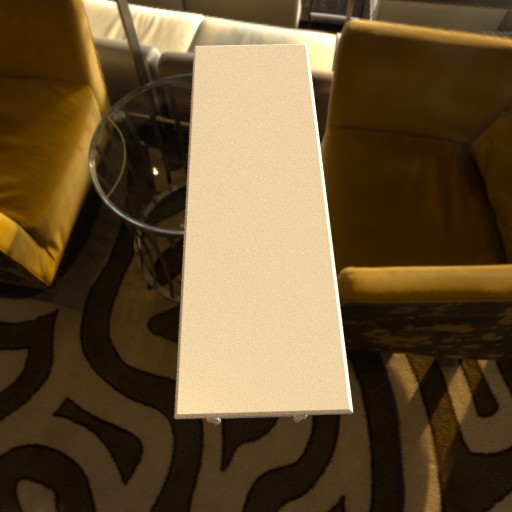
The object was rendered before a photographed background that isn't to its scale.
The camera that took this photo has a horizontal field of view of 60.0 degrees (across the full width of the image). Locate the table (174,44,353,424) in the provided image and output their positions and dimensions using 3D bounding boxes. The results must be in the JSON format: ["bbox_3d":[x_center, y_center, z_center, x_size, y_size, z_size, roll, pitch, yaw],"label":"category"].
[{"bbox_3d":[0.000,0.000,1.582,0.386,0.814,1.191,-1,63,-1],"label":"table"}]
